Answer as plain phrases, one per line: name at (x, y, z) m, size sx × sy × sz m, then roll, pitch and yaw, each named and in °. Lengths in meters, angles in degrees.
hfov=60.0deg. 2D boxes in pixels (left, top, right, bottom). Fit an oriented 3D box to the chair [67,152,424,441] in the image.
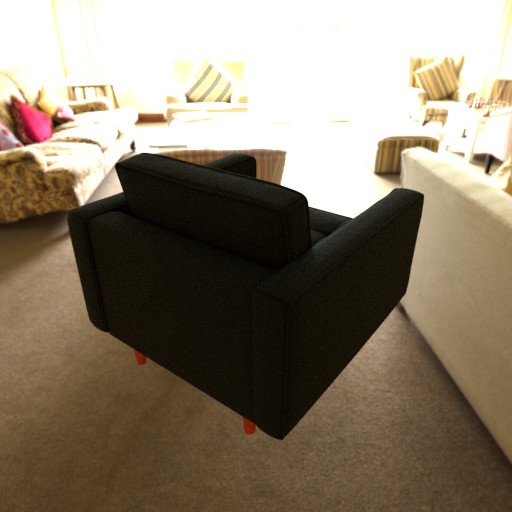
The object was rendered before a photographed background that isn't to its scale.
chair at (0.000, 0.000, 1.624) m, size 0.899 × 0.770 × 0.920 m, roll 20°, pitch 34°, yaw 32°
